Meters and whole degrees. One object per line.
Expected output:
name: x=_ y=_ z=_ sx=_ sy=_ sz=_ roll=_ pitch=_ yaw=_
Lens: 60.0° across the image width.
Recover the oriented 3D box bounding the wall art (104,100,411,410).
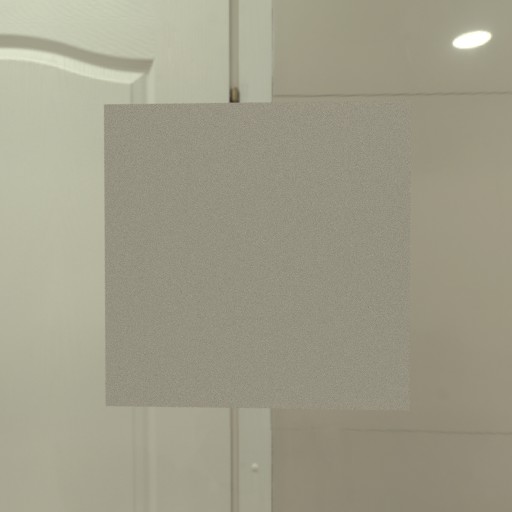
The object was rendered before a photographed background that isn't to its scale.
wall art: x=0.000 y=0.000 z=0.528 sx=0.355 sy=0.355 sz=0.027 roll=0 pitch=1 yaw=2
